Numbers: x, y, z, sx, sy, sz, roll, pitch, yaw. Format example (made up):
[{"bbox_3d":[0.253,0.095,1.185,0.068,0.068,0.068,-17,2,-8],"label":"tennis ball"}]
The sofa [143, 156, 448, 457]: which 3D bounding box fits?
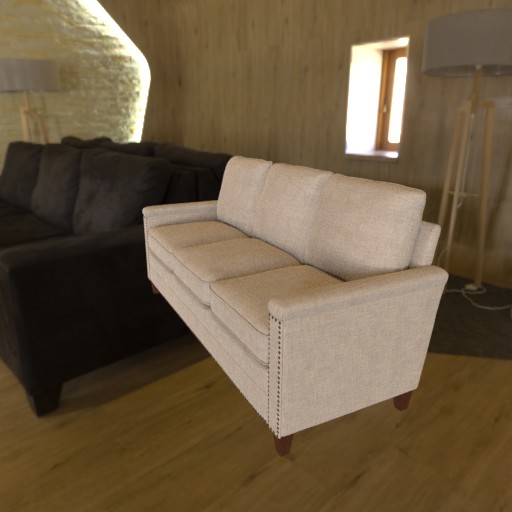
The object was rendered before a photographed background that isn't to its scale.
[{"bbox_3d":[0.000,0.000,2.457,0.828,0.959,1.925,-9,19,-26],"label":"sofa"}]
